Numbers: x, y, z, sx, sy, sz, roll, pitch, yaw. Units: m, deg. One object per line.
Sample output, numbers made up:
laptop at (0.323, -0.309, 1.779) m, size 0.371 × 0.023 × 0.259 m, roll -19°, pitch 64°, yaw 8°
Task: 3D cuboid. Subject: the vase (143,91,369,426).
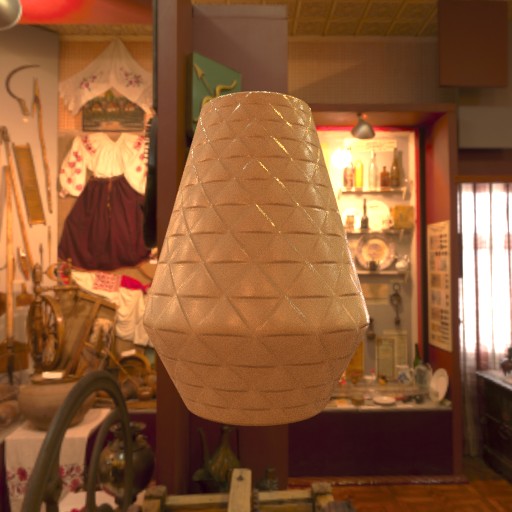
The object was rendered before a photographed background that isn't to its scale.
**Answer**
vase at (0.000, 0.000, 0.353) m, size 0.175 × 0.230 × 0.175 m, roll 0°, pitch -2°, yaw 0°
